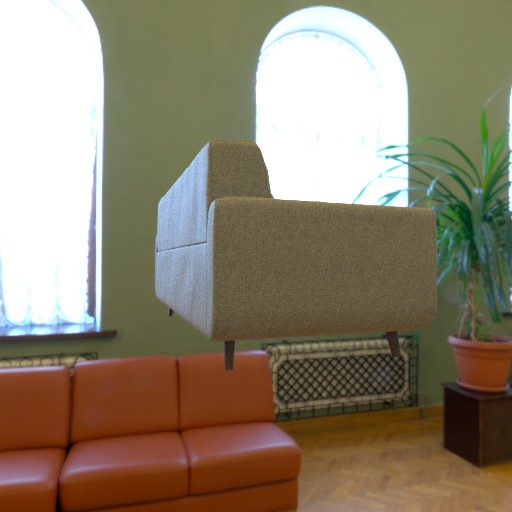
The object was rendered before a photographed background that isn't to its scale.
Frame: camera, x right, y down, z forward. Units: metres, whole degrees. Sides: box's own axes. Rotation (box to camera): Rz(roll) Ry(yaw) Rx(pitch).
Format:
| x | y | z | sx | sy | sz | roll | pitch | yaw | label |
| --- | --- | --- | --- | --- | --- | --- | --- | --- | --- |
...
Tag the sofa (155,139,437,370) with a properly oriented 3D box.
| x | y | z | sx | sy | sz | roll | pitch | yaw | label |
| --- | --- | --- | --- | --- | --- | --- | --- | --- | --- |
| 0.000 | 0.000 | 2.599 | 0.968 | 0.873 | 2.055 | 0 | -1 | -18 | sofa |
